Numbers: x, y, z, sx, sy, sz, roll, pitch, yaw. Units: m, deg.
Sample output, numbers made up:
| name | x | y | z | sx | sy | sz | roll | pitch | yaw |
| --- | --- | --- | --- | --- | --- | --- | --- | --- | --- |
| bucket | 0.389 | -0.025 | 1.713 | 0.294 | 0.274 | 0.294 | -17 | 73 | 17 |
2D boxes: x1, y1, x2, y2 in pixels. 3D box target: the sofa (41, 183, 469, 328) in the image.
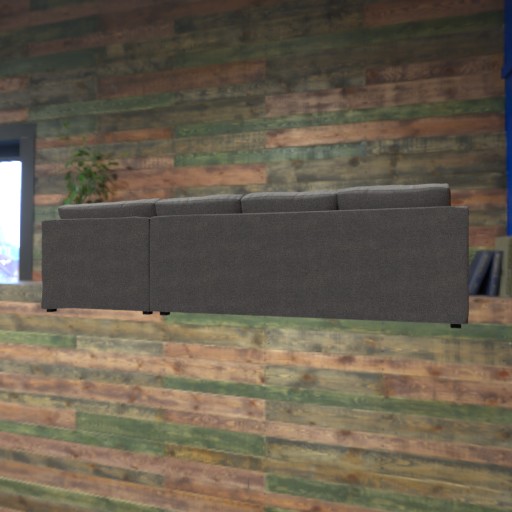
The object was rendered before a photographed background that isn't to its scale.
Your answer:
| name | x | y | z | sx | sy | sz | roll | pitch | yaw |
| --- | --- | --- | --- | --- | --- | --- | --- | --- | --- |
| sofa | 0.000 | 0.000 | 3.879 | 3.205 | 0.922 | 1.650 | 0 | -1 | 18 |
